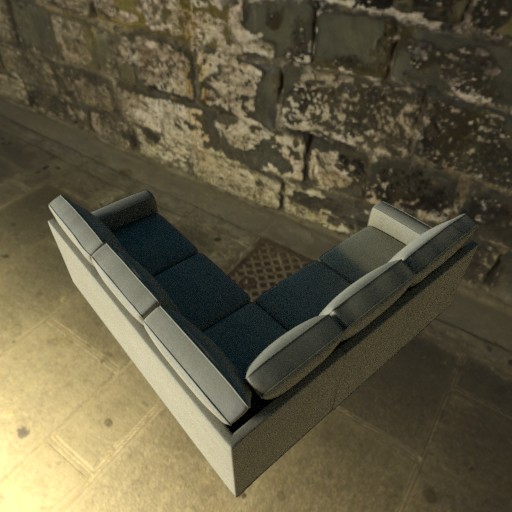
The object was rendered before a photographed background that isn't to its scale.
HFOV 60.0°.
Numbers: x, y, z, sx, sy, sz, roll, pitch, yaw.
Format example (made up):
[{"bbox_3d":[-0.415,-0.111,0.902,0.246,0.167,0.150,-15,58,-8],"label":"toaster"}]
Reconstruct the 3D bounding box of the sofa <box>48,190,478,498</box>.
[{"bbox_3d":[0.000,0.000,3.302,2.188,0.936,2.211,-31,52,-28],"label":"sofa"}]
